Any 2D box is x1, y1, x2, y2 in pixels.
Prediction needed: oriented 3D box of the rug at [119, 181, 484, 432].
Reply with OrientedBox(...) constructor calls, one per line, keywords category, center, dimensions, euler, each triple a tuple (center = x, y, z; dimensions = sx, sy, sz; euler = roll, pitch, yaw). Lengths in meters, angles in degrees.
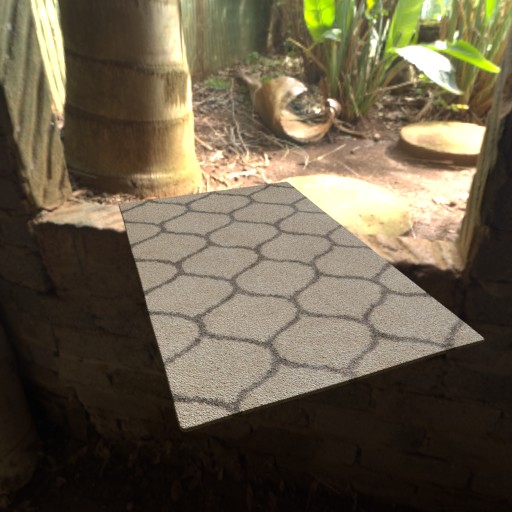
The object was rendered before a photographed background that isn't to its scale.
OrientedBox(category="rug", center=(0.000, 0.000, 2.874), dimensions=(1.501, 0.024, 2.348), euler=(-11, 31, -18))
